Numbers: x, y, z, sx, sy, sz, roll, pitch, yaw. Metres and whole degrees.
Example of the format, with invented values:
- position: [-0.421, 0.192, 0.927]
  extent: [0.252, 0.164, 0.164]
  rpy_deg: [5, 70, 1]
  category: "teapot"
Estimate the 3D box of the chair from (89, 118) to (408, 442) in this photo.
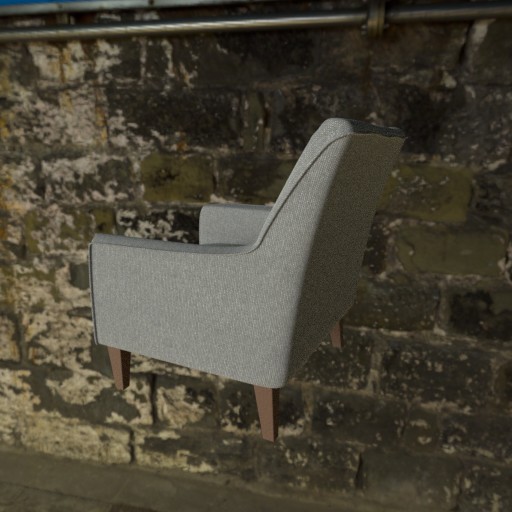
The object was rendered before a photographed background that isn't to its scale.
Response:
- position: [0.000, 0.000, 1.630]
  extent: [0.899, 0.919, 0.780]
  rpy_deg: [7, 16, 26]
  category: "chair"
